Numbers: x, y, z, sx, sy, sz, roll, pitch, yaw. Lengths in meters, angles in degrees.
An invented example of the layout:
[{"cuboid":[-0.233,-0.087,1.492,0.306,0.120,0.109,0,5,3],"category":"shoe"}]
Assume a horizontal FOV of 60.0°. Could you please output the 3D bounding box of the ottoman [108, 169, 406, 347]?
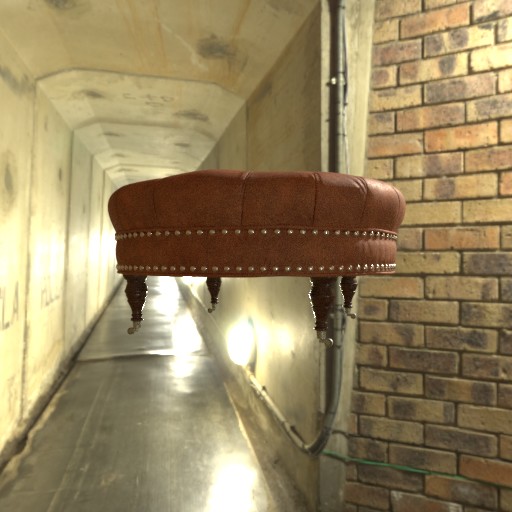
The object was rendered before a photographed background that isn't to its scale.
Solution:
[{"cuboid":[0.000,0.000,1.407,0.901,0.444,0.901,0,-1,0],"category":"ottoman"}]
